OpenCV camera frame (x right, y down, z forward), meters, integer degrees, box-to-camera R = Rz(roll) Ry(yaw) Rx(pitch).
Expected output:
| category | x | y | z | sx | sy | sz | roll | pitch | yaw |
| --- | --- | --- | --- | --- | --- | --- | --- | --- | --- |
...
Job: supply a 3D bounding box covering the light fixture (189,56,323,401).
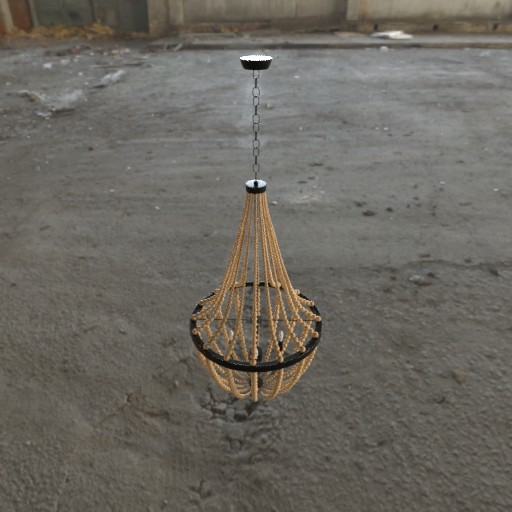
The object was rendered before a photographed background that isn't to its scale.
| category | x | y | z | sx | sy | sz | roll | pitch | yaw |
| --- | --- | --- | --- | --- | --- | --- | --- | --- | --- |
| light fixture | 0.000 | 0.000 | 1.378 | 0.450 | 1.133 | 0.450 | 0 | 31 | 0 |
